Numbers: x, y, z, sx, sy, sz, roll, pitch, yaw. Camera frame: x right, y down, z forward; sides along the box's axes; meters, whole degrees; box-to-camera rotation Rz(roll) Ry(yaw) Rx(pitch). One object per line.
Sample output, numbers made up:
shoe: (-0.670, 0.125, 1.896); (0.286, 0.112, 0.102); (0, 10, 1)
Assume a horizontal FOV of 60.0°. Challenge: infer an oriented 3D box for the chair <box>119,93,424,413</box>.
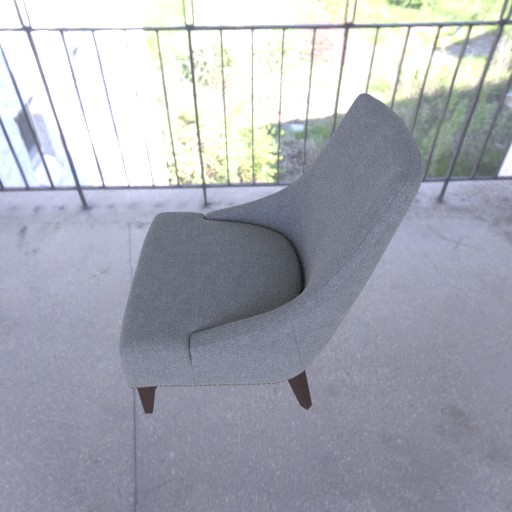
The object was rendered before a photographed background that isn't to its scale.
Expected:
chair: (0.000, 0.000, 1.497); (0.861, 0.909, 0.701); (-1, 41, -1)
